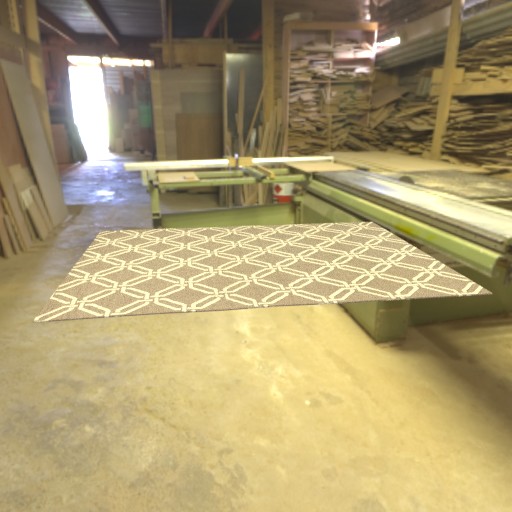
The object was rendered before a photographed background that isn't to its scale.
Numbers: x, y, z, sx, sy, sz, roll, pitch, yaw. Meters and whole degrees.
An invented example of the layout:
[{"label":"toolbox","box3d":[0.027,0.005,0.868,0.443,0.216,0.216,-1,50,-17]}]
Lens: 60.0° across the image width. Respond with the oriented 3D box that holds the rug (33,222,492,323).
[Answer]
[{"label":"rug","box3d":[0.000,0.000,4.383,3.419,0.020,2.441,-3,18,-8]}]
